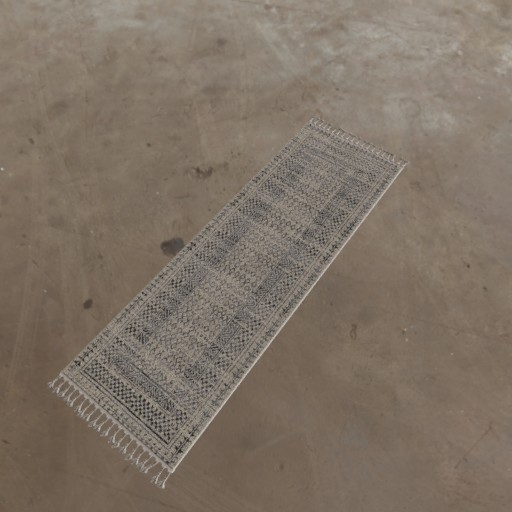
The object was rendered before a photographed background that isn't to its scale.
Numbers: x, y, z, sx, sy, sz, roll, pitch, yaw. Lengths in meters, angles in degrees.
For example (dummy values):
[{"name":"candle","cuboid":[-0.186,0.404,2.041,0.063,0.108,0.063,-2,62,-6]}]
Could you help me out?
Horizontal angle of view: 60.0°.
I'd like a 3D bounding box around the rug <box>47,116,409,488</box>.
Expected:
[{"name":"rug","cuboid":[0.000,0.000,2.605,0.786,0.013,2.480,32,63,18]}]
